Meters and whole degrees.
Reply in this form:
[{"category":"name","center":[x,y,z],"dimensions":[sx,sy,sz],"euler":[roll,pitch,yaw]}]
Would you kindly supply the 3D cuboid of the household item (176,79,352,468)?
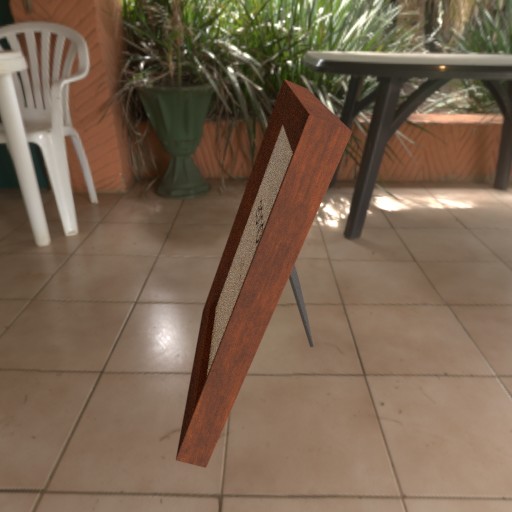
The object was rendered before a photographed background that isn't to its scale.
[{"category":"household item","center":[0.000,0.000,0.292],"dimensions":[0.096,0.204,0.160],"euler":[0,26,0]}]
